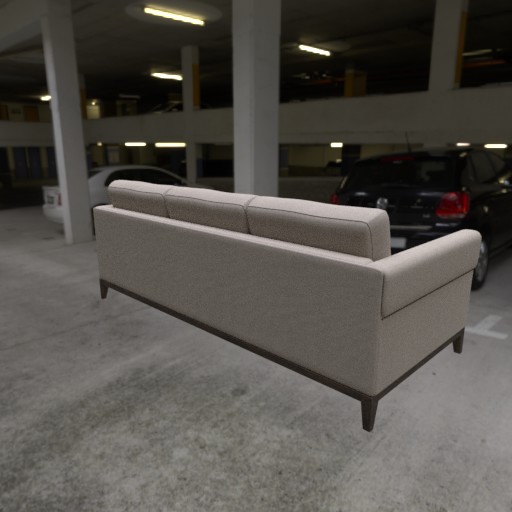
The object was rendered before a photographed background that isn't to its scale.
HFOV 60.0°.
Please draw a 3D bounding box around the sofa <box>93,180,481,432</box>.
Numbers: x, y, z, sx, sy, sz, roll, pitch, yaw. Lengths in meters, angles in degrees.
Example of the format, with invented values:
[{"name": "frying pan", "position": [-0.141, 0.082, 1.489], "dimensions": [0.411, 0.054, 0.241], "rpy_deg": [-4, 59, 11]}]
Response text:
[{"name": "sofa", "position": [0.000, 0.000, 2.663], "dimensions": [2.210, 0.838, 0.959], "rpy_deg": [14, 20, 43]}]
